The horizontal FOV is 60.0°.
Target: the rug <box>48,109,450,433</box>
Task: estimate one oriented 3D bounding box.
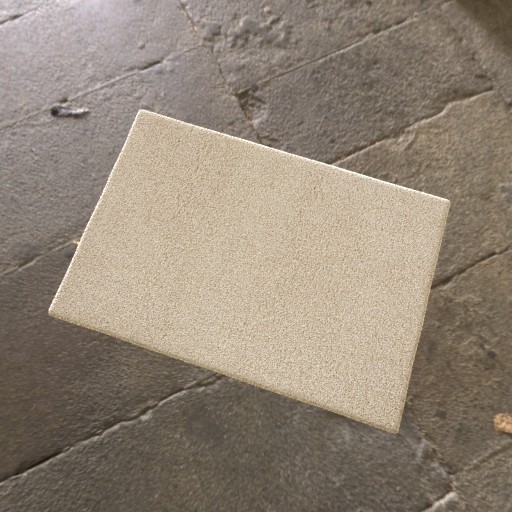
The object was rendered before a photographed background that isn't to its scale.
[{"bbox_3d":[0.000,0.000,2.277,1.778,0.030,1.219,18,76,5],"label":"rug"}]
